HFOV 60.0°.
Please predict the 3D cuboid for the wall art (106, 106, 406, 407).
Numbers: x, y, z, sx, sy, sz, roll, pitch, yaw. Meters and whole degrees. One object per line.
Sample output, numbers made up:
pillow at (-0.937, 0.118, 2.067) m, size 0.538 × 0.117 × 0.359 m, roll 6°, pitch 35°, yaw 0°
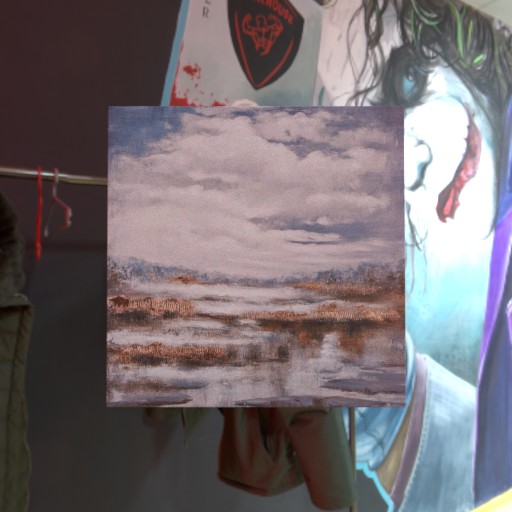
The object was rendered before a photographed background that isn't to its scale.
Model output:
wall art at (0.000, 0.000, 1.519) m, size 1.010 × 1.020 × 0.040 m, roll 0°, pitch -1°, yaw 0°
